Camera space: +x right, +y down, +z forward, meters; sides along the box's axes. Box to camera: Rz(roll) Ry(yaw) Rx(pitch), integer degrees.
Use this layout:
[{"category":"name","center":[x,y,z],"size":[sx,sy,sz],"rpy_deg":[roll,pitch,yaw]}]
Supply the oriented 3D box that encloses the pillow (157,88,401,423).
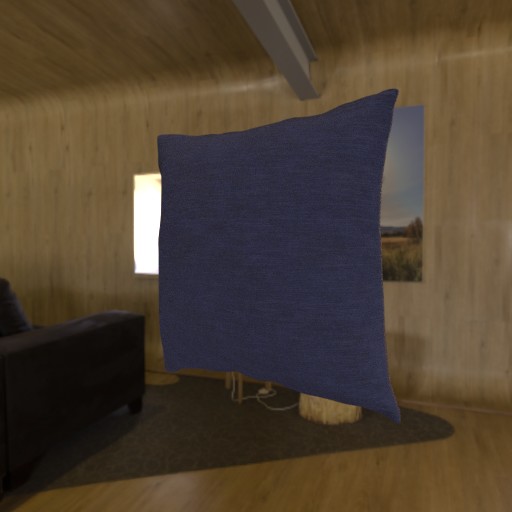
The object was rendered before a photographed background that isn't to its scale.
[{"category":"pillow","center":[0.000,0.000,0.692],"size":[0.452,0.439,0.204],"rpy_deg":[1,2,37]}]
